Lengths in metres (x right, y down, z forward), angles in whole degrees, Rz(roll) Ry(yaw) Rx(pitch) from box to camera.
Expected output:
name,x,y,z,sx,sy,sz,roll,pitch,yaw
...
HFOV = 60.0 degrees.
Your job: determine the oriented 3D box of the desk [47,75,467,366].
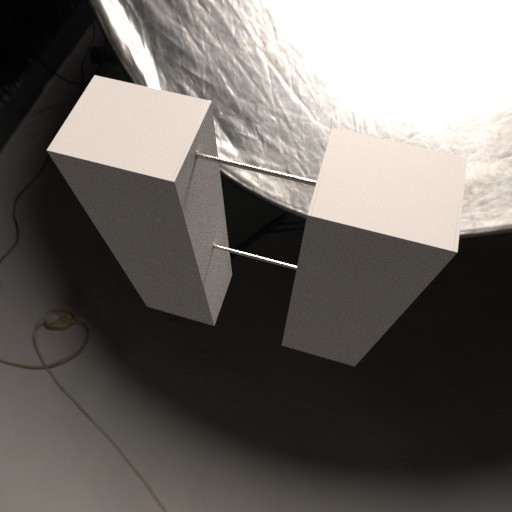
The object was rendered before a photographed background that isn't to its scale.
name,x,y,z,sx,sy,sz,roll,pitch,yaw
desk,0.000,0.000,2.827,1.770,2.000,0.480,15,65,7
